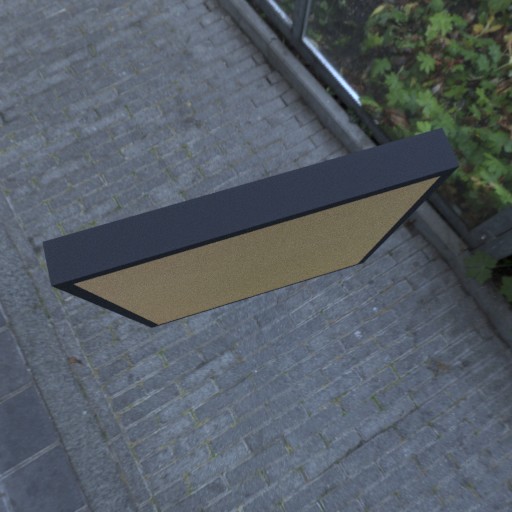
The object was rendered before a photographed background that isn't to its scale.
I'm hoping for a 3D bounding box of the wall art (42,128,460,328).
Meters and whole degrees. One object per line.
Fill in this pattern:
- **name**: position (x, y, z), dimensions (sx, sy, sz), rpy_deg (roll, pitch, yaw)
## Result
- **wall art**: position (0.000, 0.000, 0.467), dimensions (0.305, 0.304, 0.033), rpy_deg (-17, 76, -4)
